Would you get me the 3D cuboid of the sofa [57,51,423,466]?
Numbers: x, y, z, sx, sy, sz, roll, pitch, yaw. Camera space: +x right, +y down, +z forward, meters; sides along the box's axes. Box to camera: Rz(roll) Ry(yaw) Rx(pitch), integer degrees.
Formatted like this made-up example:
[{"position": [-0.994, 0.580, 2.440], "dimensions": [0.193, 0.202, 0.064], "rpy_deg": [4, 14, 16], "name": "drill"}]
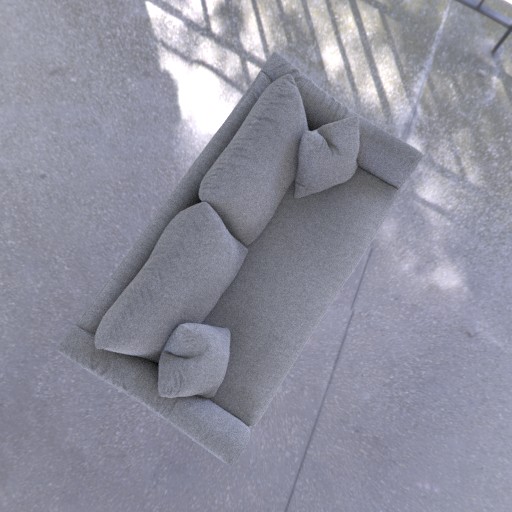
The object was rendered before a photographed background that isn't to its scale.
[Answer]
[{"position": [0.000, 0.000, 2.617], "dimensions": [1.072, 1.018, 2.010], "rpy_deg": [32, 79, 7], "name": "sofa"}]
